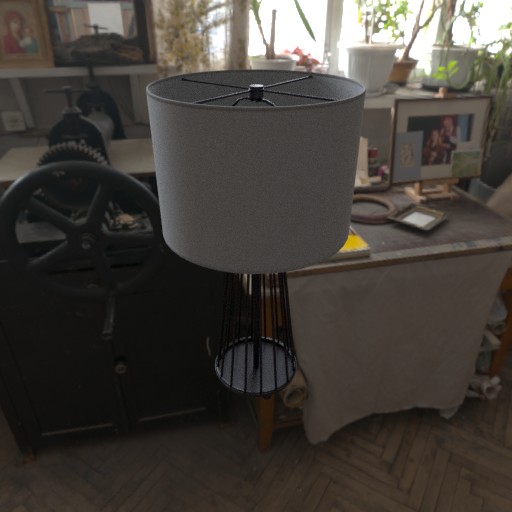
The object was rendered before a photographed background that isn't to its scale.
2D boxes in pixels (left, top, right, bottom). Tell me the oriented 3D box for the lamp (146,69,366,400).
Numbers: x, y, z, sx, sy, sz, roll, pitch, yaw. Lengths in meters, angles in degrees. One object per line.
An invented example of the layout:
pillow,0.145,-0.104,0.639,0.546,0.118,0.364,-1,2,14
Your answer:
lamp,0.000,0.000,0.811,0.322,0.593,0.322,21,36,32
